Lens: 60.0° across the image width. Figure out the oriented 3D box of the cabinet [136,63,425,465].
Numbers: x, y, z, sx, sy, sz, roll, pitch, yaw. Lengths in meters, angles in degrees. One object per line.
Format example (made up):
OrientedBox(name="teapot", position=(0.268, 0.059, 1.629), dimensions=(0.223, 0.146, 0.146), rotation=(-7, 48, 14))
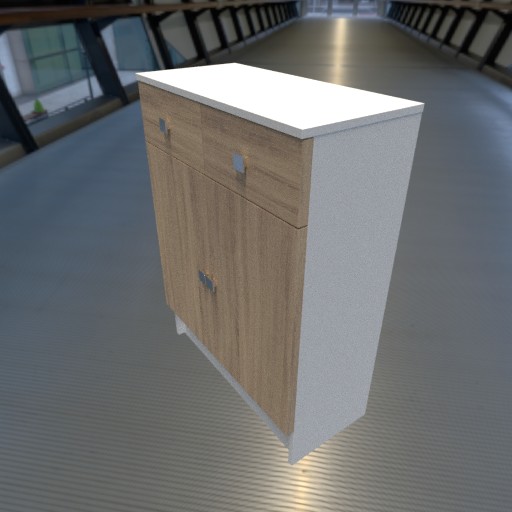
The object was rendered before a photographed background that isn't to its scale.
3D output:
OrientedBox(name="cabinet", position=(0.000, 0.000, 1.122), dimensions=(0.296, 0.815, 0.600), rotation=(-21, 37, -30))
